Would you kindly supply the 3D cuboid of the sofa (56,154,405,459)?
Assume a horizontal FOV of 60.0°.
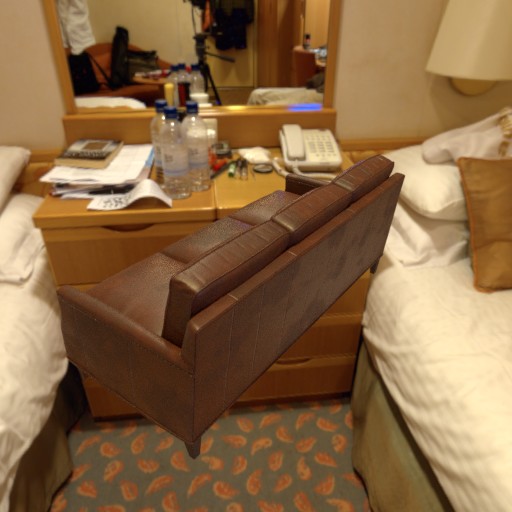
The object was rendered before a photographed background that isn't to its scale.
[{"bbox_3d":[0.000,0.000,2.867,1.084,1.003,2.240,21,36,31],"label":"sofa"}]
